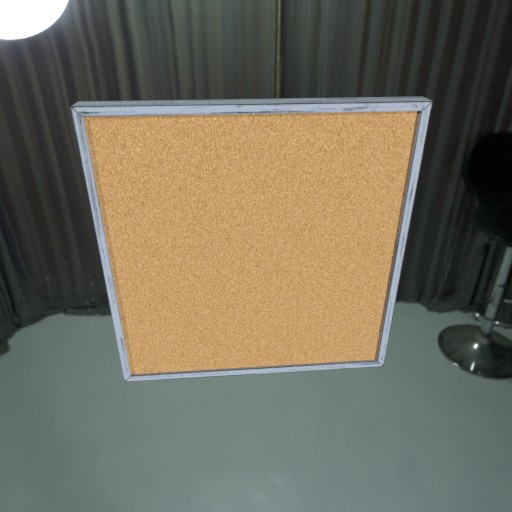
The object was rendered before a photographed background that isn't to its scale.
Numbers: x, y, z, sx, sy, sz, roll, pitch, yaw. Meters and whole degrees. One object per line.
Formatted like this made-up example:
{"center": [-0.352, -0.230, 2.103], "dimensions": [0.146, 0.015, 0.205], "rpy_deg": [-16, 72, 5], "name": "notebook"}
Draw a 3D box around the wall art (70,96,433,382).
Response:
{"center": [0.000, 0.000, 0.756], "dimensions": [0.506, 0.506, 0.038], "rpy_deg": [-2, 29, -4], "name": "wall art"}
